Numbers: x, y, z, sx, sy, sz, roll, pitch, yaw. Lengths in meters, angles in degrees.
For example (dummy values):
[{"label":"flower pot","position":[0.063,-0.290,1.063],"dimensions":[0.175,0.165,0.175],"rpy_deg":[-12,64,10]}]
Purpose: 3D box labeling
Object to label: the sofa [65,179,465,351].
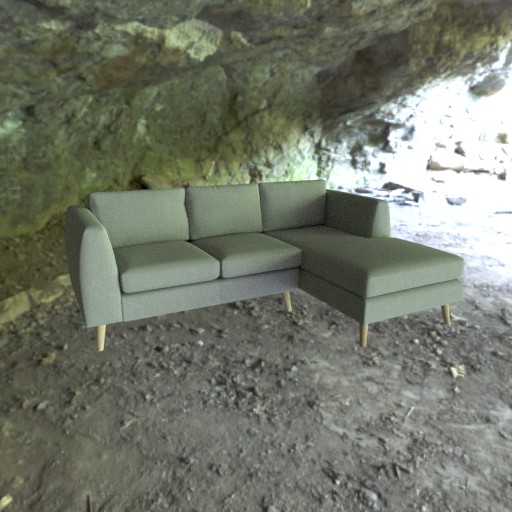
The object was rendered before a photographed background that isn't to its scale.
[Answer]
[{"label":"sofa","position":[0.000,0.000,3.050],"dimensions":[2.300,0.860,1.580],"rpy_deg":[-8,18,-26]}]
